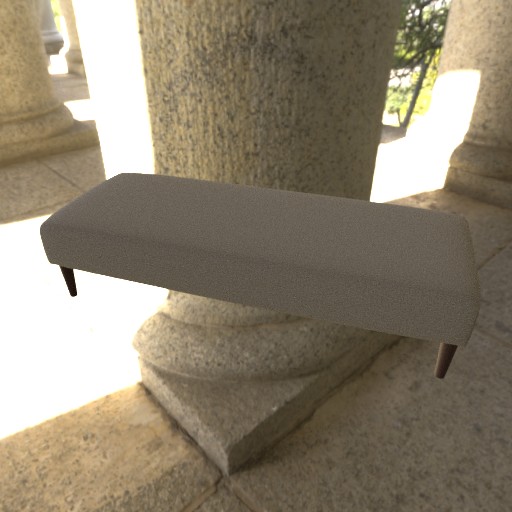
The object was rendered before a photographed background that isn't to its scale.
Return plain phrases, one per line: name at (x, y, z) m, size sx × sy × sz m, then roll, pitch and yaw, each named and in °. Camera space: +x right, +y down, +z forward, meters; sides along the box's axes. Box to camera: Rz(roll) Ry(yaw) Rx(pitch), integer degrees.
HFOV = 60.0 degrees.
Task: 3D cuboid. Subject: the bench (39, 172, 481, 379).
bench at (0.000, 0.000, 1.847) m, size 1.609 × 0.393 × 0.646 m, roll 10°, pitch 33°, yaw 15°
